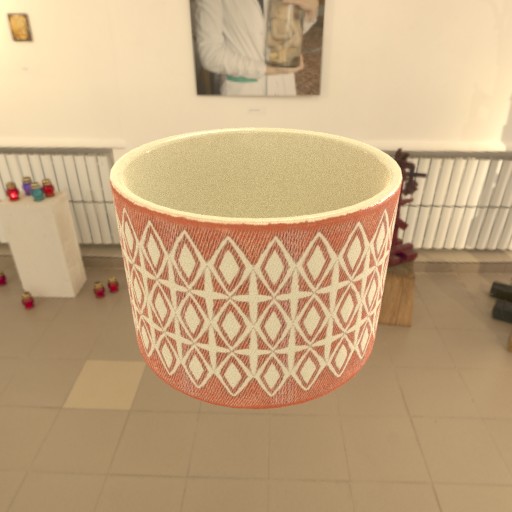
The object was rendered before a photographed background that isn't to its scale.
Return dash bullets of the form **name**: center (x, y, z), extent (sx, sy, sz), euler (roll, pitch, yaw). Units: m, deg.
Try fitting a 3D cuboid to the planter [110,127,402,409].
- **planter**: center (0.000, 0.000, 0.338), extent (0.192, 0.148, 0.192), euler (0, 30, 0)
